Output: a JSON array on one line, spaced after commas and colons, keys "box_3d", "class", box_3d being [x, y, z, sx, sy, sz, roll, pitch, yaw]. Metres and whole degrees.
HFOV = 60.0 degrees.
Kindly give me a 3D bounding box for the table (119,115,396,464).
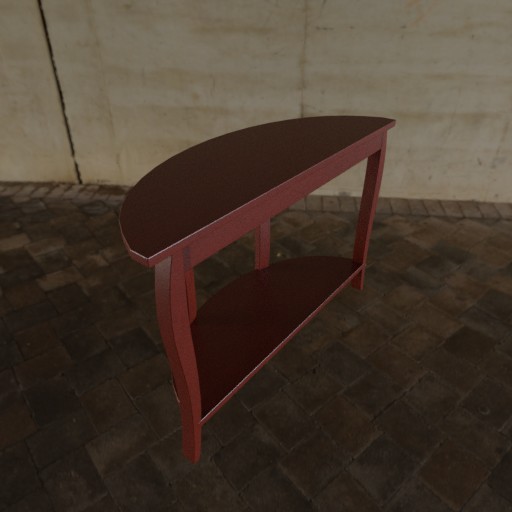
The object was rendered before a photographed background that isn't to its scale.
[{"box_3d": [0.000, 0.000, 1.609, 0.405, 0.779, 1.219, 23, 40, 31], "class": "table"}]
